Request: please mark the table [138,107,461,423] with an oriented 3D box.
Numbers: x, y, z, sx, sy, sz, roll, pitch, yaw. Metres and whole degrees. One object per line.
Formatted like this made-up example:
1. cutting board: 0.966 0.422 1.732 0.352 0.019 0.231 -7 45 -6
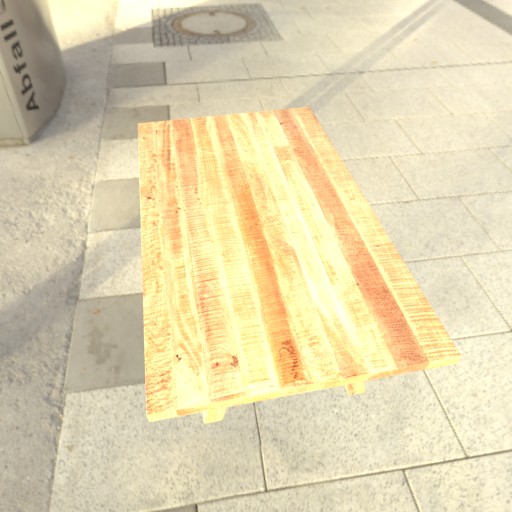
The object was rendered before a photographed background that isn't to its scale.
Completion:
1. table: 0.000 0.000 1.648 0.760 0.455 1.320 -8 46 -8
